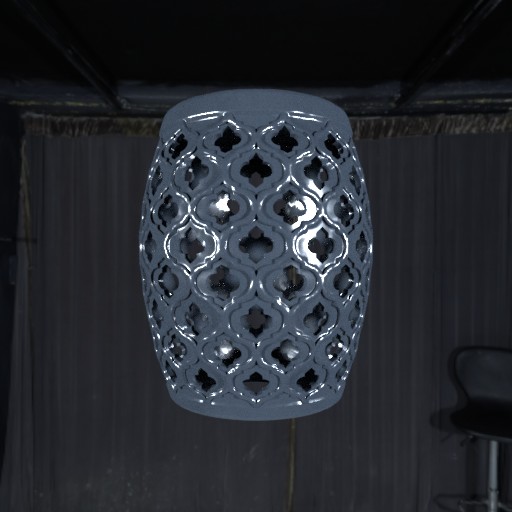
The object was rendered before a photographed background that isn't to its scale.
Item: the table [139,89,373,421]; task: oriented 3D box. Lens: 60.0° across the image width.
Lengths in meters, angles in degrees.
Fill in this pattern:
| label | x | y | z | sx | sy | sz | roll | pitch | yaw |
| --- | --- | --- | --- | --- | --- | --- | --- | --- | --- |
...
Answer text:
| label | x | y | z | sx | sy | sz | roll | pitch | yaw |
| --- | --- | --- | --- | --- | --- | --- | --- | --- | --- |
| table | 0.000 | 0.000 | 0.637 | 0.325 | 0.388 | 0.325 | 0 | 0 | 0 |
